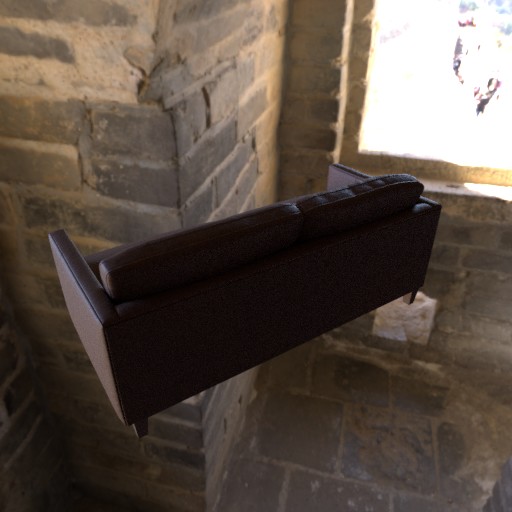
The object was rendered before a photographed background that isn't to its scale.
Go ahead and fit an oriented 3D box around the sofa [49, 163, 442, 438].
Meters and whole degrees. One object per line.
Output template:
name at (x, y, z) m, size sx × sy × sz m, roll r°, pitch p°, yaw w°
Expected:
sofa at (0.000, 0.000, 2.500) m, size 1.971 × 0.863 × 0.923 m, roll -18°, pitch 35°, yaw -29°
